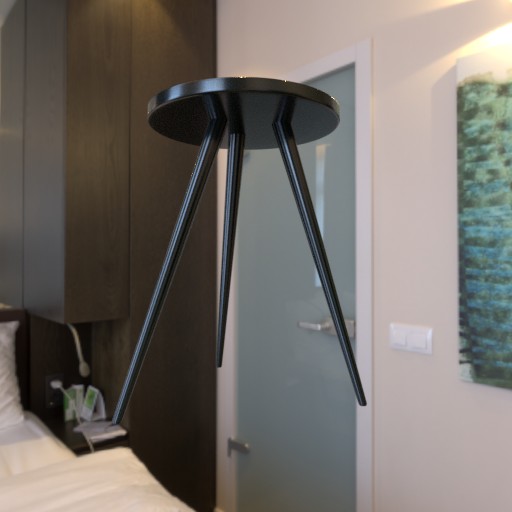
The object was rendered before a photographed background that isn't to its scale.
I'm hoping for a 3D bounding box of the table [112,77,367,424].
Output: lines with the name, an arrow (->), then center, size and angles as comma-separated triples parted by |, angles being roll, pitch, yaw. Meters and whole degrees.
table -> 0.000, 0.000, 0.858 | 0.415, 0.548, 0.403 | 0, 0, 18
